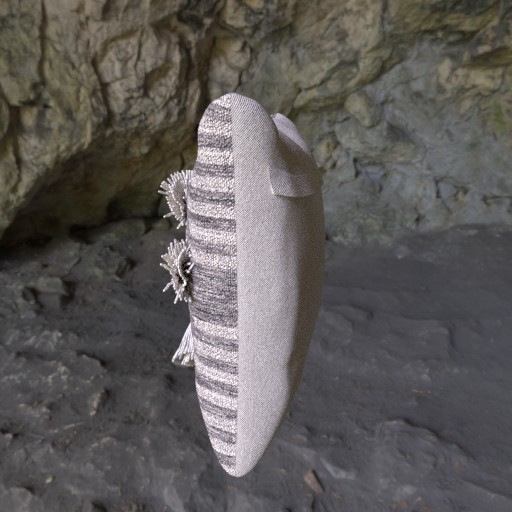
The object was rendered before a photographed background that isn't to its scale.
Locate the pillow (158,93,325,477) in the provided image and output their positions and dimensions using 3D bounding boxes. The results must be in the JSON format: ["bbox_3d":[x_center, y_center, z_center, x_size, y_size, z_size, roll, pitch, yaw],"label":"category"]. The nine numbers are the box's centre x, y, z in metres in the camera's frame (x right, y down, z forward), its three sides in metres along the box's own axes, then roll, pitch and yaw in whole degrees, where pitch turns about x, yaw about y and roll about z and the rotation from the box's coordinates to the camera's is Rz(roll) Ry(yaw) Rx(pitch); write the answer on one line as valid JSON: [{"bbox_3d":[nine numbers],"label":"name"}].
[{"bbox_3d":[0.000,0.000,0.759,0.234,0.490,0.484,2,15,8],"label":"pillow"}]
